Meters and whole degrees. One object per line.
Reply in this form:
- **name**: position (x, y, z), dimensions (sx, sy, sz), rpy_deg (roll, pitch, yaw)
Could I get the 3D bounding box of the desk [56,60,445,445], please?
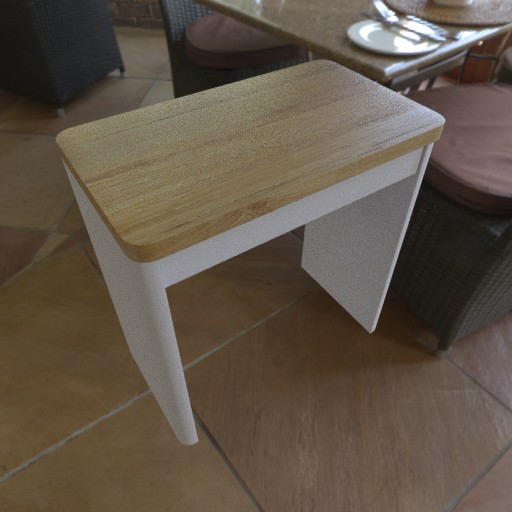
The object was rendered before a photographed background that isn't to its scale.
- **desk**: position (0.000, 0.000, 1.241), dimensions (0.760, 0.790, 0.440), rpy_deg (-25, 50, -23)
